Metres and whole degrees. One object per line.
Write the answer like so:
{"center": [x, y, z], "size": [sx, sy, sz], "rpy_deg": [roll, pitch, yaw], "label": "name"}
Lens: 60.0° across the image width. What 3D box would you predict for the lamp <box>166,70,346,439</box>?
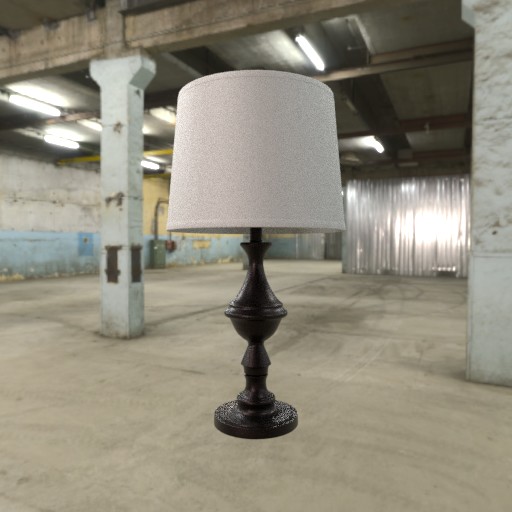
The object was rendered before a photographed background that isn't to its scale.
{"center": [0.000, 0.000, 0.966], "size": [0.383, 0.726, 0.383], "rpy_deg": [0, 1, 0], "label": "lamp"}
